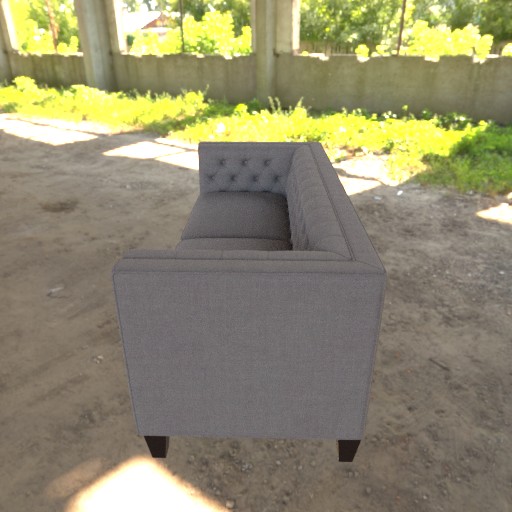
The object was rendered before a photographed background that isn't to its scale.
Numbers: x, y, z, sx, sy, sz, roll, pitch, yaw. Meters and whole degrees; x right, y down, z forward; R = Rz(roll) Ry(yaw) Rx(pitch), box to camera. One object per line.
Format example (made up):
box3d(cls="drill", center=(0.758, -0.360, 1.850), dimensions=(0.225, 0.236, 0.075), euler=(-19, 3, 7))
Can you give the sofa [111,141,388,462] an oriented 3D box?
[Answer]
box3d(cls="sofa", center=(0.000, 0.000, 2.171), dimensions=(0.775, 0.762, 1.778), euler=(1, 26, 1))
